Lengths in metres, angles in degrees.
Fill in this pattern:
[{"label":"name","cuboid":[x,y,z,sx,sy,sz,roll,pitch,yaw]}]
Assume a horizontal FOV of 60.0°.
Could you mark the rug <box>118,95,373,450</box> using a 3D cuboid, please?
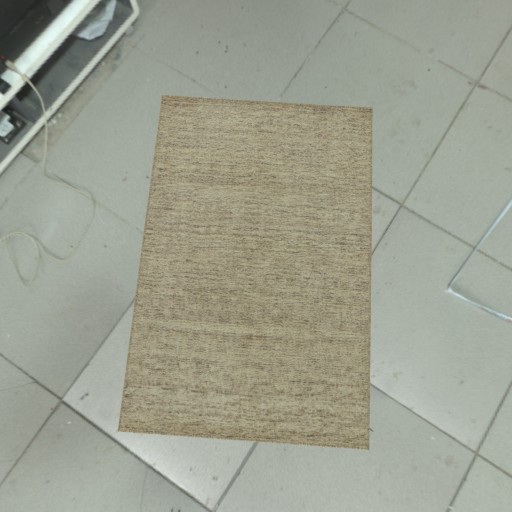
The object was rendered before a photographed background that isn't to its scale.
[{"label":"rug","cuboid":[0.000,0.000,2.331,1.211,0.018,1.822,4,77,1]}]
